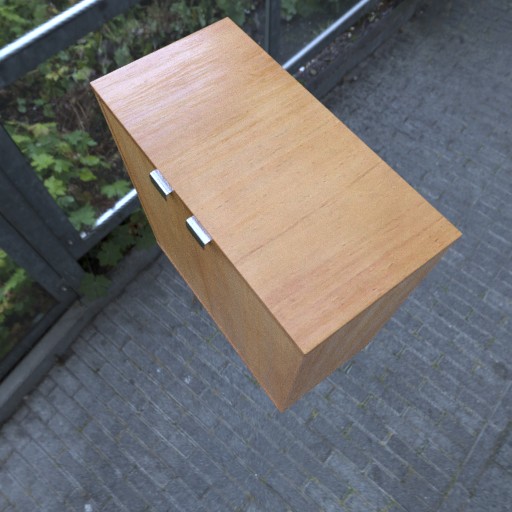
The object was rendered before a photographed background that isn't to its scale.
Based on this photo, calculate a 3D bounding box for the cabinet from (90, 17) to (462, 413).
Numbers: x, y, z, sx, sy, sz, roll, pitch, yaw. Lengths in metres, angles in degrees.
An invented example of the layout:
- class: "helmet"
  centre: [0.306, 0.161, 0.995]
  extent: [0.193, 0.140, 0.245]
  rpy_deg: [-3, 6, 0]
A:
- class: "cabinet"
  centre: [0.000, 0.000, 1.399]
  extent: [0.419, 1.001, 0.800]
  rpy_deg: [-34, 68, -15]
